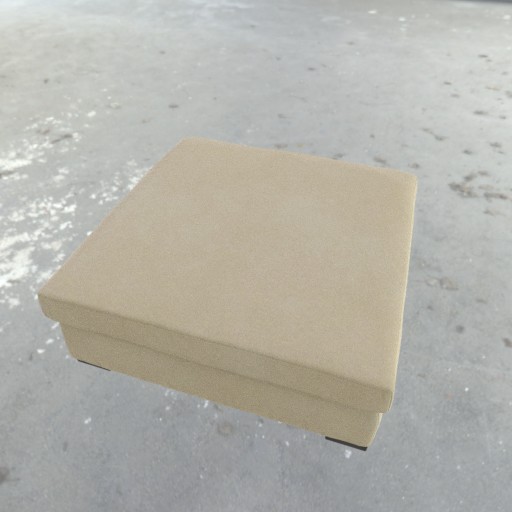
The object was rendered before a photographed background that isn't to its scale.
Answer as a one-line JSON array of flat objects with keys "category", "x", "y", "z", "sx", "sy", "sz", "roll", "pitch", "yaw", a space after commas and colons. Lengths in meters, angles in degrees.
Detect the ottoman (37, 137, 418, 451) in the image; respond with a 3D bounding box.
[{"category": "ottoman", "x": 0.000, "y": 0.000, "z": 1.857, "sx": 1.205, "sy": 0.522, "sz": 1.190, "roll": 12, "pitch": 44, "yaw": 13}]
